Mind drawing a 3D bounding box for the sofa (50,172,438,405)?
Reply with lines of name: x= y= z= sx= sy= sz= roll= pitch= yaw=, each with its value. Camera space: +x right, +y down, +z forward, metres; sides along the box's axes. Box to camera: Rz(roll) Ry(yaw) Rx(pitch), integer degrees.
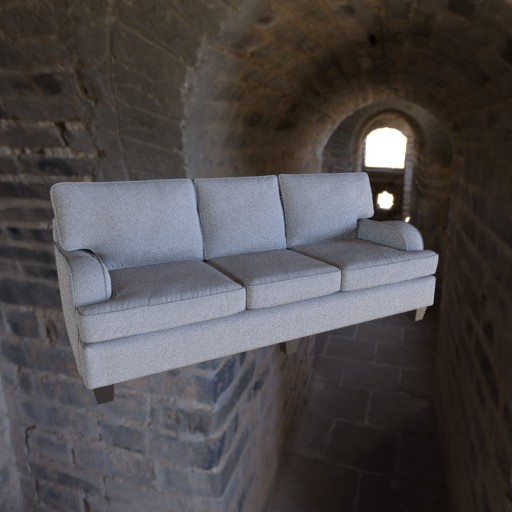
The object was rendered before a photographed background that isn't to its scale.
sofa: x=0.000 y=0.000 z=2.872 sx=2.323 sy=0.997 sz=1.016 roll=-8 pitch=17 yaw=-27
